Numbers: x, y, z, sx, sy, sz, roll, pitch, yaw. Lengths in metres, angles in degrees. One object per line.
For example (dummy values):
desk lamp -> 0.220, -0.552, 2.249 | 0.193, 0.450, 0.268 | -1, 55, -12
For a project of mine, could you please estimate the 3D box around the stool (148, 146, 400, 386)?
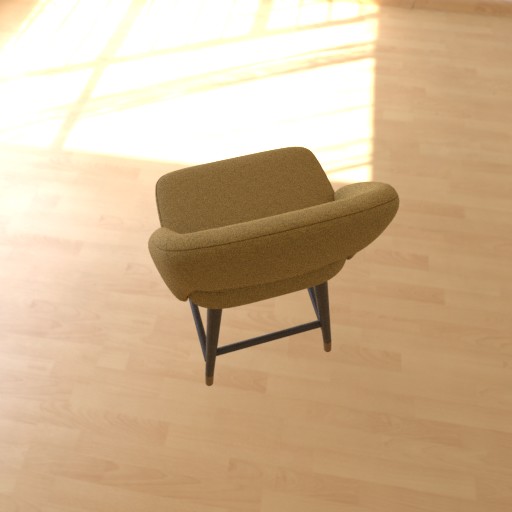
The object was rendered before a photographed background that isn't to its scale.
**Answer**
stool -> 0.000, 0.000, 1.257 | 0.536, 0.939, 0.522 | -14, 59, -8
